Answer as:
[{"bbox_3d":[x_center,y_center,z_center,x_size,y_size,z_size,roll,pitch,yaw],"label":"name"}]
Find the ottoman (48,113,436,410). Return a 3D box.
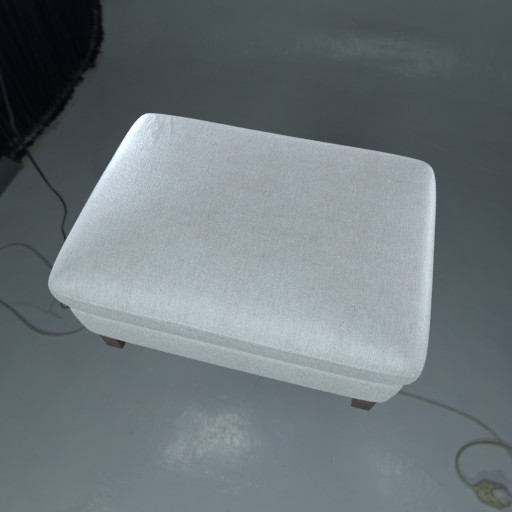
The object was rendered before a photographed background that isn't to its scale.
[{"bbox_3d":[0.000,0.000,1.040,0.735,0.404,0.528,12,59,7],"label":"ottoman"}]
